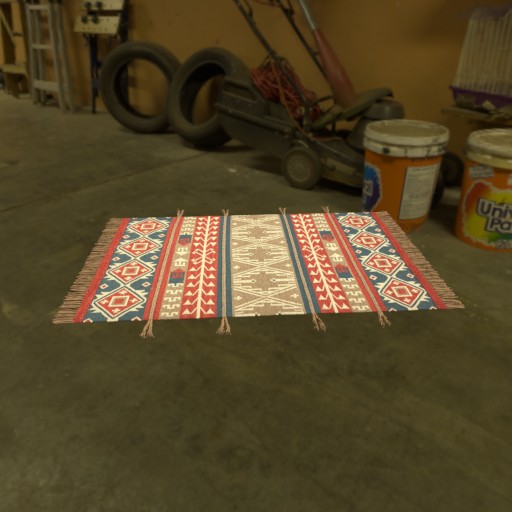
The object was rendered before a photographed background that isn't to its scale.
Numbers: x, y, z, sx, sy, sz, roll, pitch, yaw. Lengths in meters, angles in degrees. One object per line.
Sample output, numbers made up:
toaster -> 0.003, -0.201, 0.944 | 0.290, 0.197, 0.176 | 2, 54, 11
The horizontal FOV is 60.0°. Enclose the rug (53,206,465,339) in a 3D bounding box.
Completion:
rug -> 0.000, 0.000, 3.231 | 2.450, 0.048, 1.778 | -2, 29, -3
